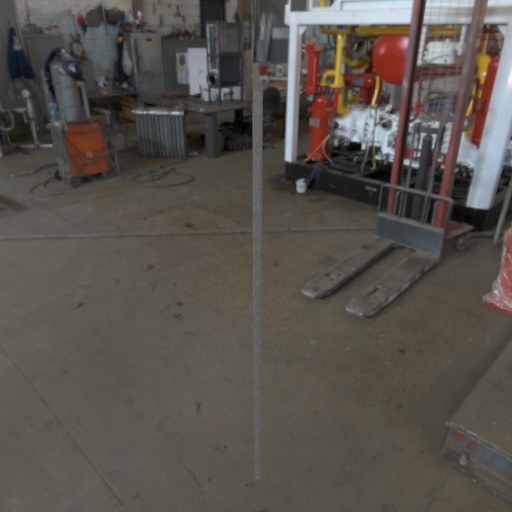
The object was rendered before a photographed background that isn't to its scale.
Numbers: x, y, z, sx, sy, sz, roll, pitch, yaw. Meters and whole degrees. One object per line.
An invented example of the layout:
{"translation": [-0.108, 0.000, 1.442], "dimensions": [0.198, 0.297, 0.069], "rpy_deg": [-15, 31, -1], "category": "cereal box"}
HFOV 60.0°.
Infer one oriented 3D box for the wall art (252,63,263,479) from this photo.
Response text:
{"translation": [0.000, 0.000, 1.461], "dimensions": [0.016, 1.116, 0.810], "rpy_deg": [0, 27, -1], "category": "wall art"}
